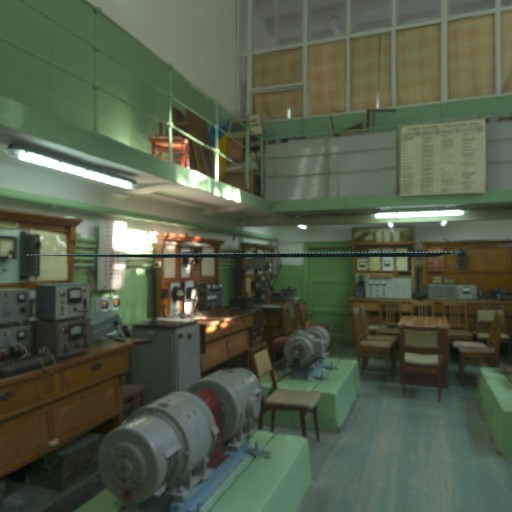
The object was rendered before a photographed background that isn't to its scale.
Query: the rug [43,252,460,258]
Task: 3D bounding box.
[{"bbox_3d":[0.000,0.000,2.314,1.835,0.003,1.206,0,-1,19],"label":"rug"}]
